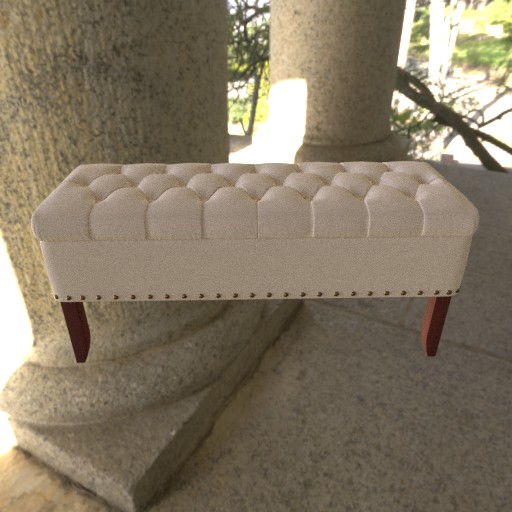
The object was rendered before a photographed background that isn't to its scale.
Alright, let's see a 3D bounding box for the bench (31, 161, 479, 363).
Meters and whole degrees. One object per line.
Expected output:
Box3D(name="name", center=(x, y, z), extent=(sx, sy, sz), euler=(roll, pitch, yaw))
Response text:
Box3D(name="bench", center=(0.000, 0.000, 1.285), extent=(1.054, 0.470, 0.400), euler=(-1, 30, -1))
